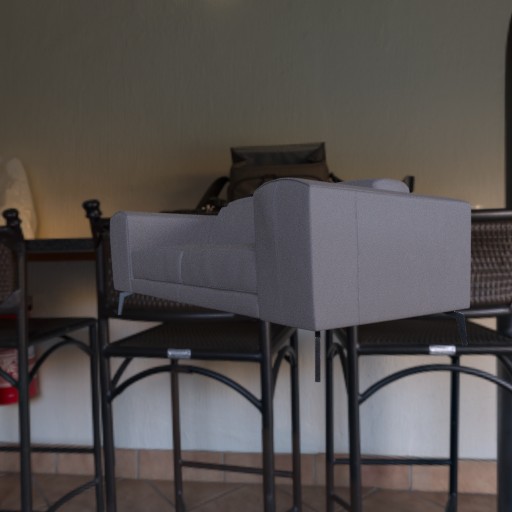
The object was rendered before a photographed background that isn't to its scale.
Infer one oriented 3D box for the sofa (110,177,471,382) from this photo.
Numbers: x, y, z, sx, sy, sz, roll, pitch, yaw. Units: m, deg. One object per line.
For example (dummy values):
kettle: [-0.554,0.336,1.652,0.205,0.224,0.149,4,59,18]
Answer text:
sofa: [0.000,0.000,2.406,1.003,0.779,1.895,-1,1,-37]
